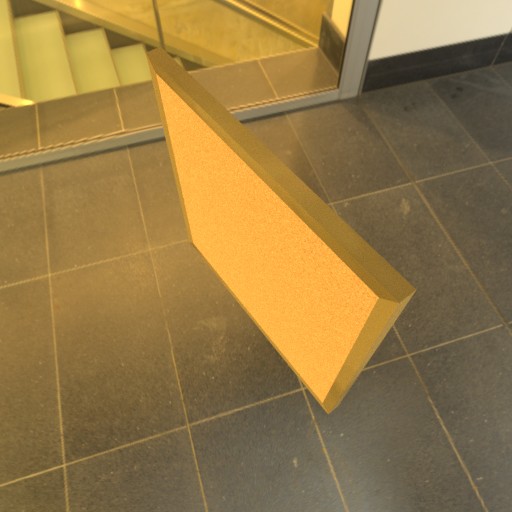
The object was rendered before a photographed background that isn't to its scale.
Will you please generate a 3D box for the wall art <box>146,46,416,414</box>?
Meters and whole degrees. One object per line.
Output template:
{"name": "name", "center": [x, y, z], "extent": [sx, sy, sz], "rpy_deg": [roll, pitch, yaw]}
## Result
{"name": "wall art", "center": [0.000, 0.000, 1.152], "extent": [0.038, 0.762, 0.762], "rpy_deg": [-33, 64, -18]}
